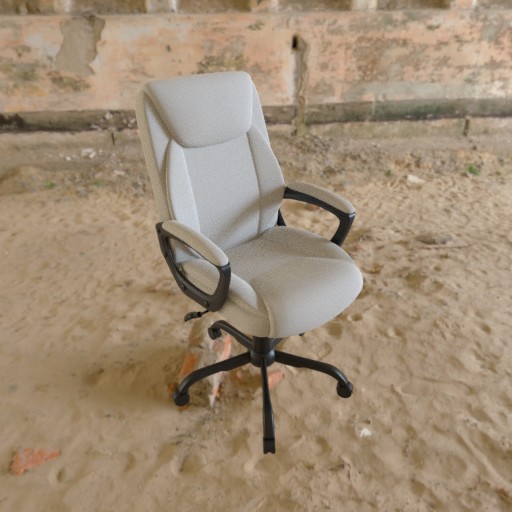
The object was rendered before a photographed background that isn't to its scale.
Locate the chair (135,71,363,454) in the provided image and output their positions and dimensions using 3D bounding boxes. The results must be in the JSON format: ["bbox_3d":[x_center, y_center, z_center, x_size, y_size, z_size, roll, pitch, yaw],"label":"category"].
[{"bbox_3d":[0.000,0.000,1.465,0.663,1.065,0.669,-23,37,-33],"label":"chair"}]
